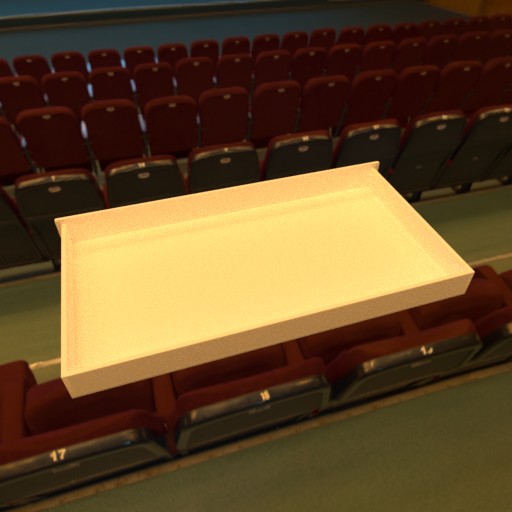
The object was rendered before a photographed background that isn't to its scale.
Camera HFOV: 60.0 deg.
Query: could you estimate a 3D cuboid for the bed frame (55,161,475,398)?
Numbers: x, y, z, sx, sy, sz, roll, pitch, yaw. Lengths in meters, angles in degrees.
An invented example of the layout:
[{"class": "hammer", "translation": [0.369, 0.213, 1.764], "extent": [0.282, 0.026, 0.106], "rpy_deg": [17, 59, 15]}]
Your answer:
[{"class": "bed frame", "translation": [0.000, 0.000, 1.545], "extent": [1.300, 0.141, 0.670], "rpy_deg": [-12, 44, -13]}]
